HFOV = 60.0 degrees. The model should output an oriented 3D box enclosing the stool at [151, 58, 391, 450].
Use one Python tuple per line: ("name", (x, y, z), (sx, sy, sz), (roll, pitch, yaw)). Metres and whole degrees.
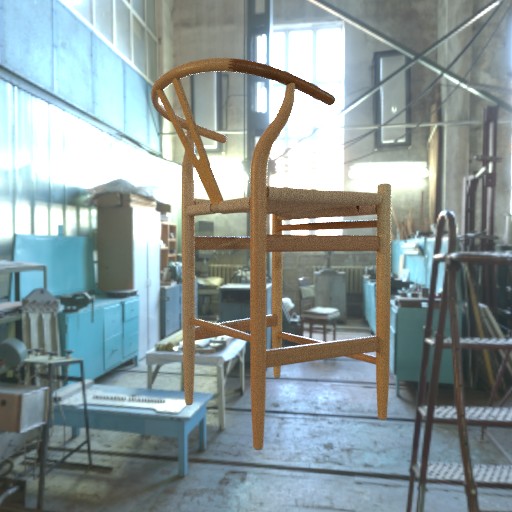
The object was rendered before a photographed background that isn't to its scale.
("stool", (0.000, 0.000, 1.282), (0.575, 0.923, 0.536), (-1, 2, -36))
